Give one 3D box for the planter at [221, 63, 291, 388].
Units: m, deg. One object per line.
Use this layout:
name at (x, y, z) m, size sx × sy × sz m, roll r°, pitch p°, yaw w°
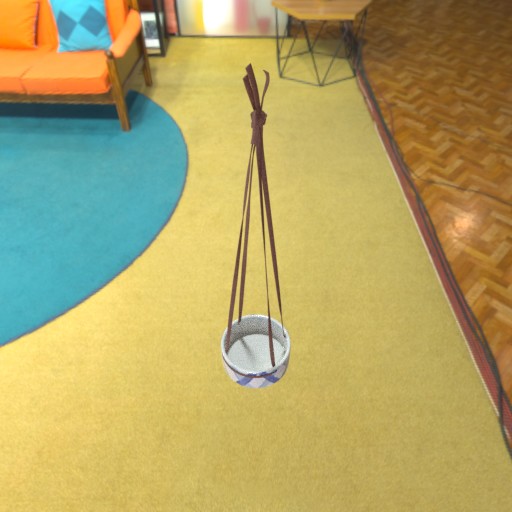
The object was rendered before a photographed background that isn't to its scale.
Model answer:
planter at (0.000, 0.000, 0.822) m, size 0.166 × 0.751 × 0.166 m, roll -31°, pitch 53°, yaw -27°
